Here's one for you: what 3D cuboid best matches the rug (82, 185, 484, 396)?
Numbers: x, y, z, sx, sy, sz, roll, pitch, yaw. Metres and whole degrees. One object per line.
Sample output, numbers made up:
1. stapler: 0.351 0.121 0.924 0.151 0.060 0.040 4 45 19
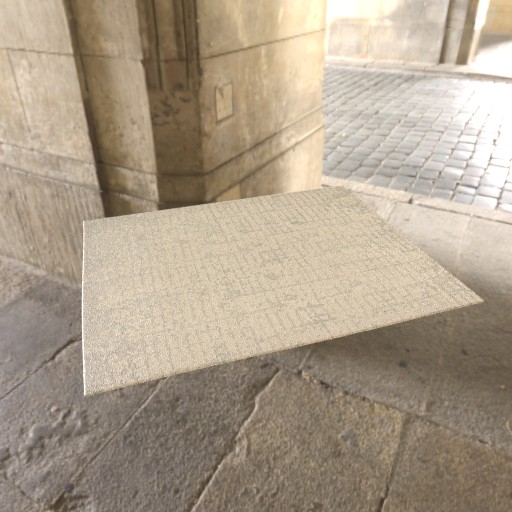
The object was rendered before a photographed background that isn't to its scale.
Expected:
1. rug: 0.000 0.000 4.114 3.061 0.014 2.447 -10 34 -15
